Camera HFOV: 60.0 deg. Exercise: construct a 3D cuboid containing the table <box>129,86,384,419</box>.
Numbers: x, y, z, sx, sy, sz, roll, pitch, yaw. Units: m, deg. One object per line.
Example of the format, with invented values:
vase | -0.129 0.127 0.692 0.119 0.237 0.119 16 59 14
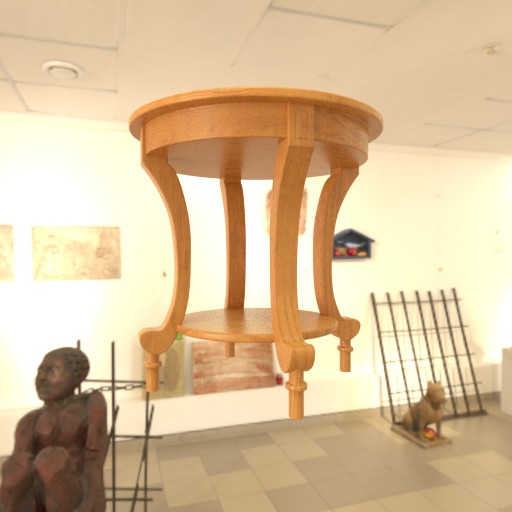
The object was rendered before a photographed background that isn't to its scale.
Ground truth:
table | 0.000 0.000 1.086 0.597 0.612 0.597 0 1 0
